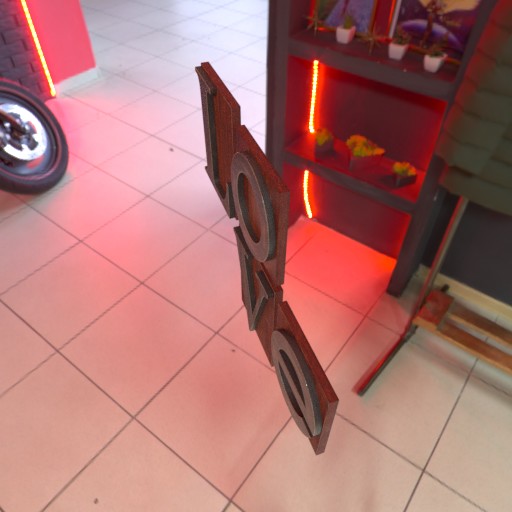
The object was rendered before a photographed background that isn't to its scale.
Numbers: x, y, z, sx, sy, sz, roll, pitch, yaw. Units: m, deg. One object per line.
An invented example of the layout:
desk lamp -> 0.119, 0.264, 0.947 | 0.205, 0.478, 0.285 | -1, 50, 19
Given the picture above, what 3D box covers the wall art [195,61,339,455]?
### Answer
wall art -> 0.000, 0.000, 0.855 | 0.030, 0.497, 0.635 | -15, 47, -14
